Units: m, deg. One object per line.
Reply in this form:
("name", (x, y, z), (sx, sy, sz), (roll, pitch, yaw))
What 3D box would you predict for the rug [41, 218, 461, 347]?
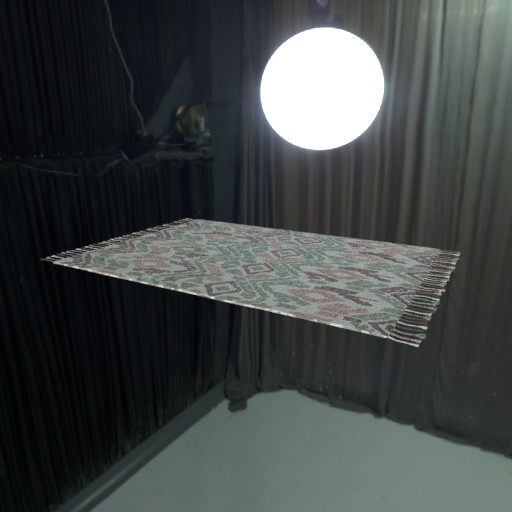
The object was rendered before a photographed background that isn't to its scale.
("rug", (0.000, 0.000, 2.272), (1.829, 0.010, 1.219), (9, 19, 28))
